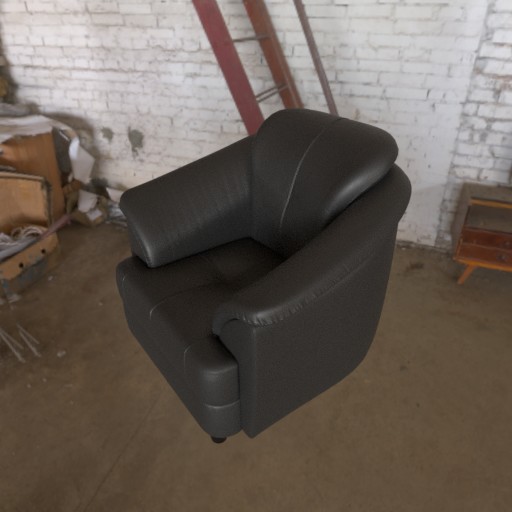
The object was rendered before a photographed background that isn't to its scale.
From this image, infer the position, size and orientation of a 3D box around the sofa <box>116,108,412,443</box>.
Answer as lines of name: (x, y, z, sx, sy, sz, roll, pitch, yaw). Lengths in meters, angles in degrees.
sofa: (0.000, 0.000, 1.491, 0.794, 0.811, 0.870, -21, 37, -30)
